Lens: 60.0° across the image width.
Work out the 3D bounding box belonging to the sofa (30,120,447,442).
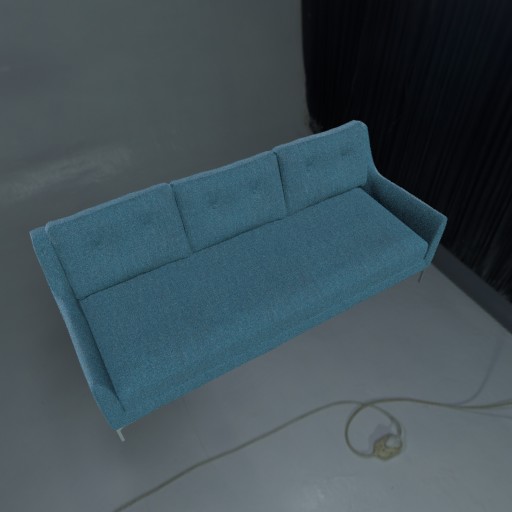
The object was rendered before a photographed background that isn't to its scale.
[{"bbox_3d":[0.000,0.000,2.465,2.060,0.837,0.849,-23,50,-21],"label":"sofa"}]
